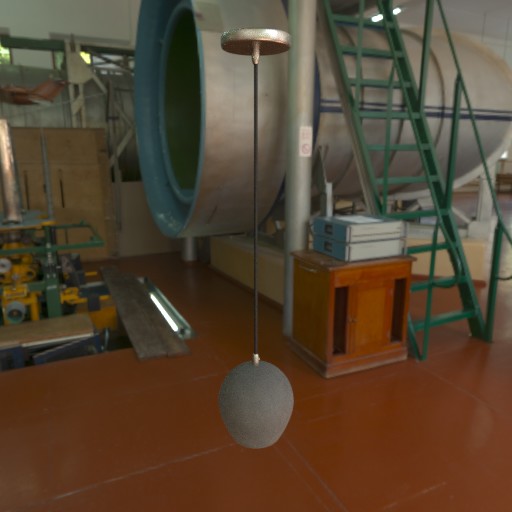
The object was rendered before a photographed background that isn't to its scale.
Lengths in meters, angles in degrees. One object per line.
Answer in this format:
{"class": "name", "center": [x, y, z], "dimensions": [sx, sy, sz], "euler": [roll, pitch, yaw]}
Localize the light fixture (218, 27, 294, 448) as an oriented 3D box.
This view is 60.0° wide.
{"class": "light fixture", "center": [0.000, 0.000, 0.836], "dimensions": [0.153, 0.760, 0.153], "euler": [2, 14, 8]}
